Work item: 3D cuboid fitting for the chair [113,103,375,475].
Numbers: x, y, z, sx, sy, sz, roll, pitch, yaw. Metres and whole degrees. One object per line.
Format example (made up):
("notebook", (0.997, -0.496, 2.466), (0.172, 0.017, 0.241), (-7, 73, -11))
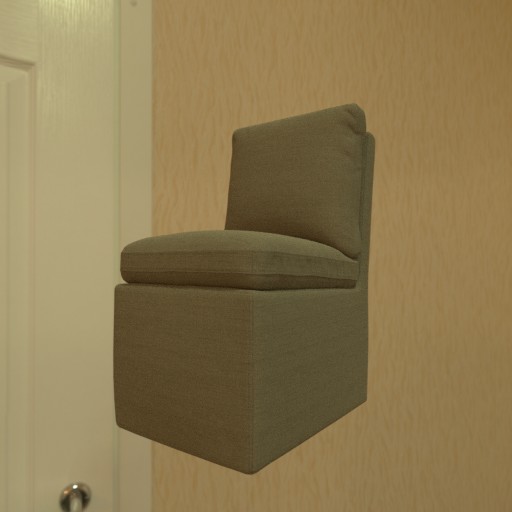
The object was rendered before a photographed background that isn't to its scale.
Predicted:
("chair", (0.000, 0.000, 1.320), (0.503, 0.927, 0.698), (0, 0, 37))
